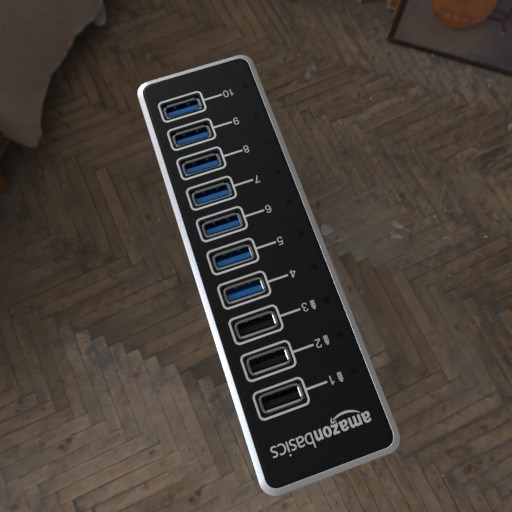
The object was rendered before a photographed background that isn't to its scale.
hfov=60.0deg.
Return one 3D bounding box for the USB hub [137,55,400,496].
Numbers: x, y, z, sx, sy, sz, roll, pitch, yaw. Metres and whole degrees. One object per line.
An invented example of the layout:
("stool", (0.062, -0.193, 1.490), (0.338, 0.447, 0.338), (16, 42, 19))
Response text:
("USB hub", (0.000, 0.000, 0.157), (0.044, 0.023, 0.145), (-18, 77, -5))
